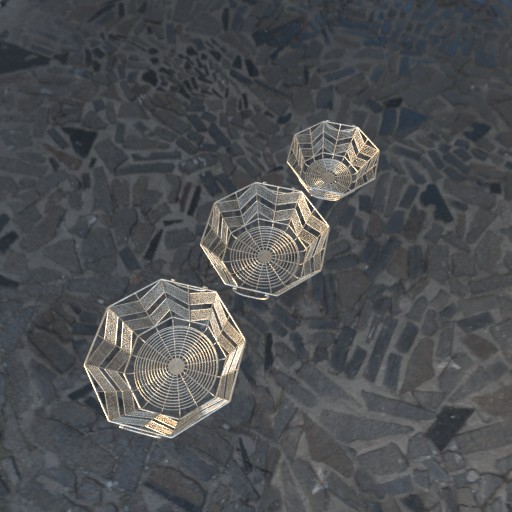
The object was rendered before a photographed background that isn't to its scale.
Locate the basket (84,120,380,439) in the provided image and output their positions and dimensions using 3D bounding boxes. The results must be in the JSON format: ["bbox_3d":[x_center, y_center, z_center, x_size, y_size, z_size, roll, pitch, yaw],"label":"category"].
[{"bbox_3d":[0.000,0.000,1.407,0.432,0.178,1.246,33,68,15],"label":"basket"}]
